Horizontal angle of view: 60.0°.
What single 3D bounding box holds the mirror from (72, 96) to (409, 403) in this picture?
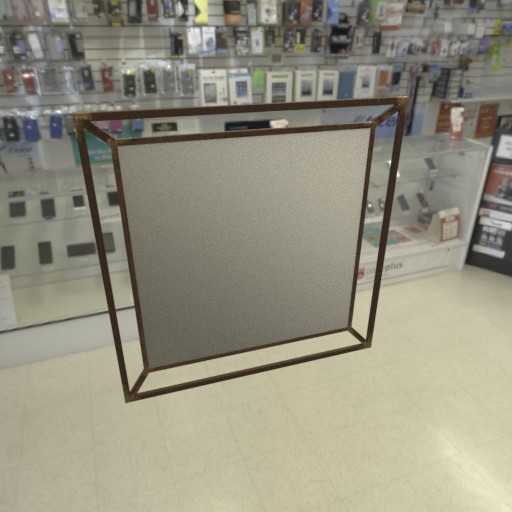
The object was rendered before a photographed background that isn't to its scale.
[{"bbox_3d":[0.000,0.000,0.925,0.610,0.610,0.032,-9,29,-16],"label":"mirror"}]
